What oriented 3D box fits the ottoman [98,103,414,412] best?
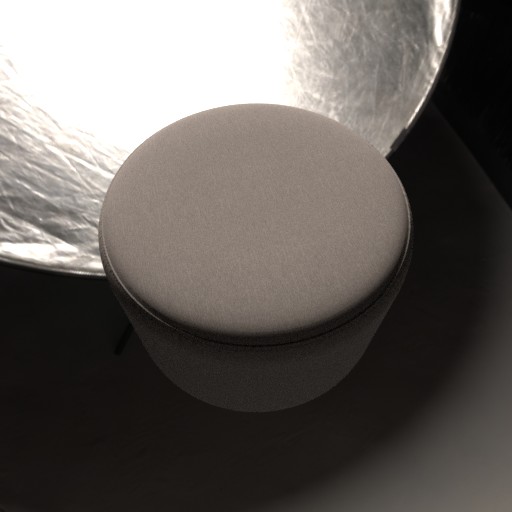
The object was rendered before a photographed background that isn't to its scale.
[{"bbox_3d":[0.000,0.000,0.997,0.608,0.433,0.608,0,57,0],"label":"ottoman"}]
